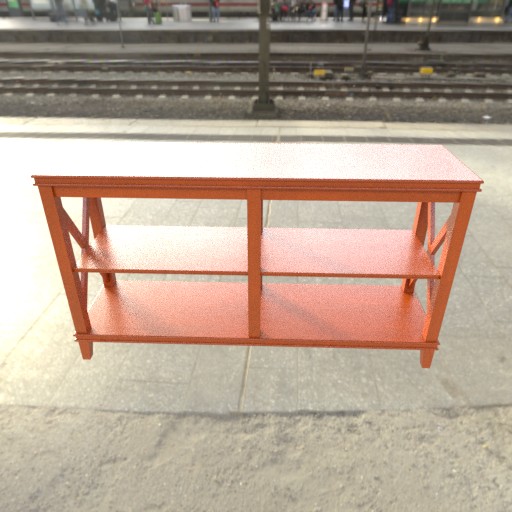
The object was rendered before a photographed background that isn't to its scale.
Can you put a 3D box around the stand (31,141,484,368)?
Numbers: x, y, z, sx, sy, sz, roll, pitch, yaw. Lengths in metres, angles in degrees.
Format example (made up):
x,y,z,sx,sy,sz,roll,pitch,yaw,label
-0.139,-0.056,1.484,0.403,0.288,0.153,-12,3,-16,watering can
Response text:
x,y,z,sx,sy,sz,roll,pitch,yaw,label
0.000,0.000,1.692,1.372,0.762,0.381,1,30,2,stand
